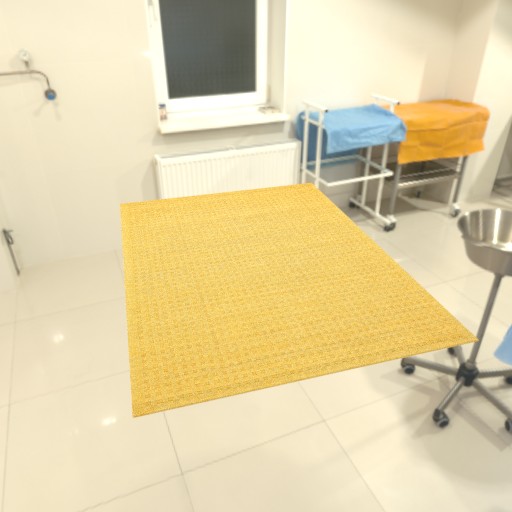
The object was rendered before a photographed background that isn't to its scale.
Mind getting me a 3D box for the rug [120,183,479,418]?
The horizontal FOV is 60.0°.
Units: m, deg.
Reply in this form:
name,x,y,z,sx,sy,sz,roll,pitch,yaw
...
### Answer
name,x,y,z,sx,sy,sz,roll,pitch,yaw
rug,0.000,0.000,4.313,2.486,0.015,3.242,-8,32,-14
